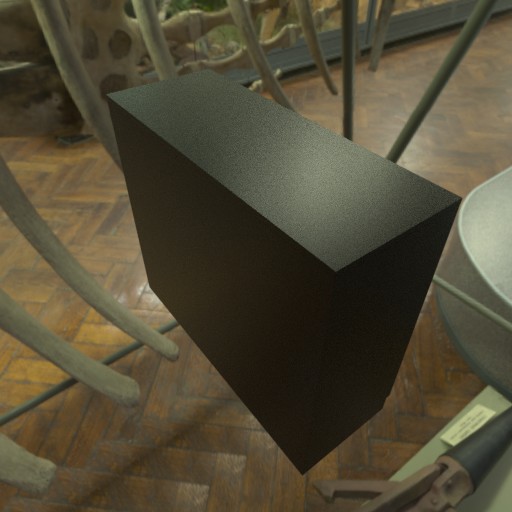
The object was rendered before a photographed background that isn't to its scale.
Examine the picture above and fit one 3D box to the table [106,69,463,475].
[{"bbox_3d":[0.000,0.000,1.347,0.380,0.790,0.930,-27,48,-27],"label":"table"}]
